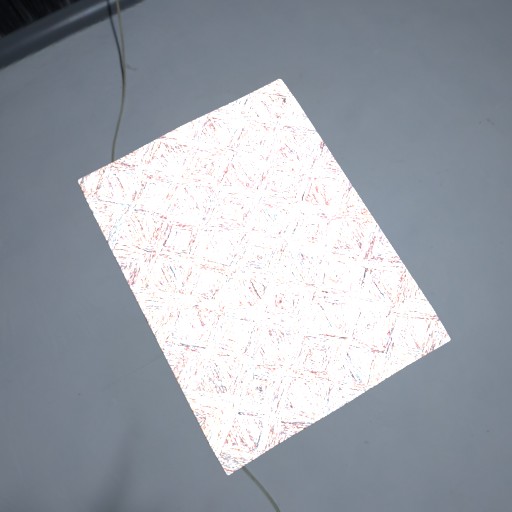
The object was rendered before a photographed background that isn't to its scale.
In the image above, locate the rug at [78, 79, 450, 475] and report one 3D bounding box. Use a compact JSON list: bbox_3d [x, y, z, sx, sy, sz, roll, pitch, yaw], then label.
[{"bbox_3d":[0.000,0.000,4.362,2.436,0.024,3.226,-29,78,-6],"label":"rug"}]
